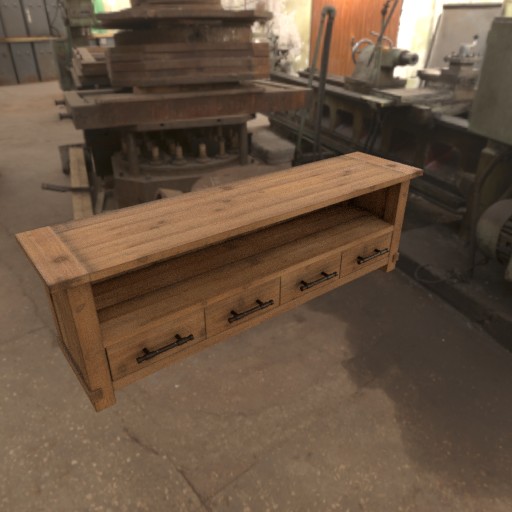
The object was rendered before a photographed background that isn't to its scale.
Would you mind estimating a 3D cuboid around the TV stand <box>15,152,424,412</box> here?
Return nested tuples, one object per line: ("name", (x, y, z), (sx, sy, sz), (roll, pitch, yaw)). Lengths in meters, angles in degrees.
("TV stand", (0.000, 0.000, 2.024), (1.804, 0.573, 0.453), (-20, 34, -32))
